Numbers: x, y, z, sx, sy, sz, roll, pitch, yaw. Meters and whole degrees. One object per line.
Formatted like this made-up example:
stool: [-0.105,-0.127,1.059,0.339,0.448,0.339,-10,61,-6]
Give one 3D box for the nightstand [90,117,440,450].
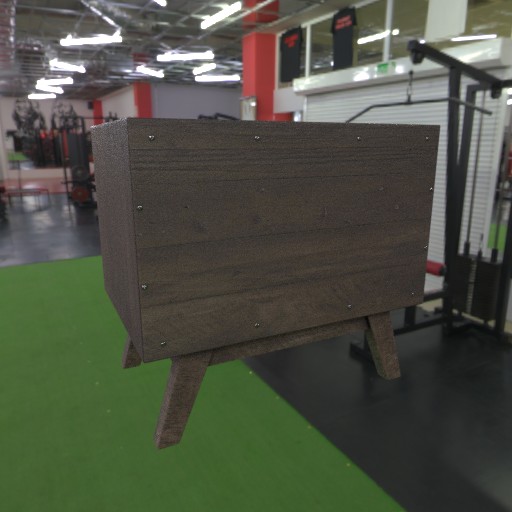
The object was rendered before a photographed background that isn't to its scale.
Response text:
nightstand: [0.000,0.000,1.063,0.650,0.599,0.450,-7,16,-26]
